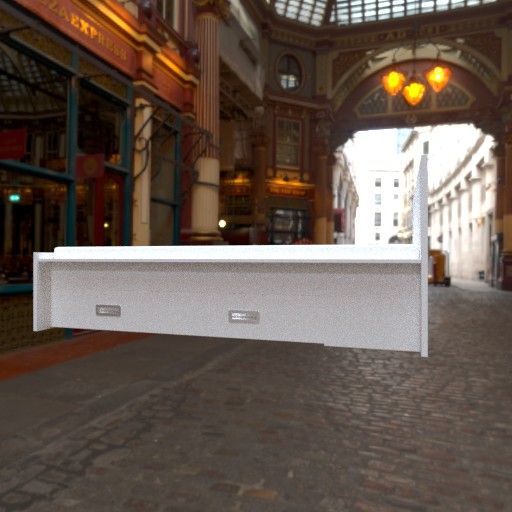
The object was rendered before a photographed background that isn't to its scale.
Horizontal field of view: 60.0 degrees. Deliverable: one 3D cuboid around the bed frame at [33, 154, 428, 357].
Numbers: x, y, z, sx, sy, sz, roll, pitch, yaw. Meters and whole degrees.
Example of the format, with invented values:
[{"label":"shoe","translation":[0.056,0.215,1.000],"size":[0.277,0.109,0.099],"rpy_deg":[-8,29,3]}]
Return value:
[{"label":"bed frame","translation":[0.000,0.000,2.822],"size":[1.960,0.800,1.622],"rpy_deg":[0,0,18]}]
